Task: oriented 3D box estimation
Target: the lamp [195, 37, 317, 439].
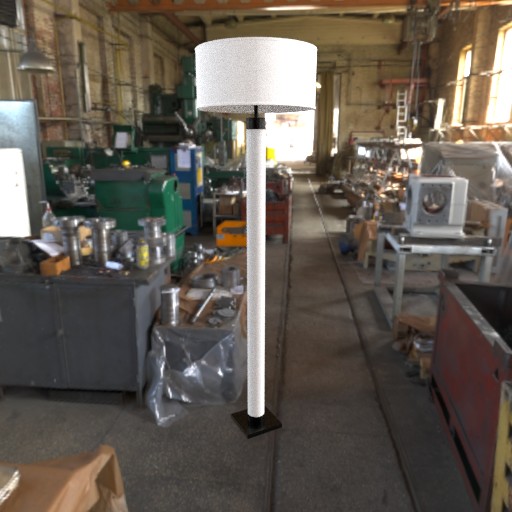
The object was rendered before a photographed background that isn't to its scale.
[{"bbox_3d":[0.000,0.000,1.707,0.420,1.475,0.420,-8,16,-27],"label":"lamp"}]
